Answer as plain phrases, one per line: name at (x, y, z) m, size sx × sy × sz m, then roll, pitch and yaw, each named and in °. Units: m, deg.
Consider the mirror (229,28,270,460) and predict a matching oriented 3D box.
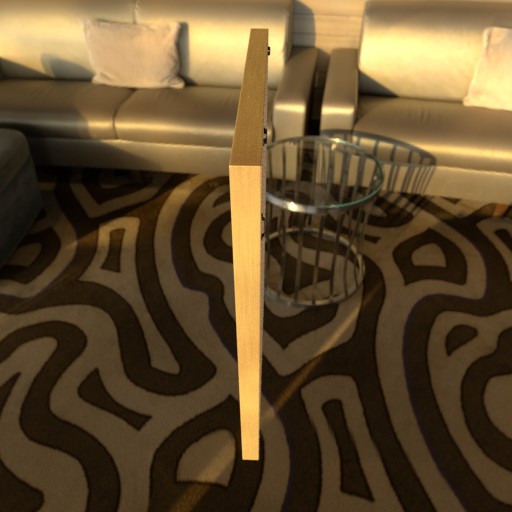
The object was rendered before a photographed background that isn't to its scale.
mirror at (0.000, 0.000, 0.893) m, size 0.039 × 0.710 × 0.507 m, roll 1°, pitch 42°, yaw 2°
